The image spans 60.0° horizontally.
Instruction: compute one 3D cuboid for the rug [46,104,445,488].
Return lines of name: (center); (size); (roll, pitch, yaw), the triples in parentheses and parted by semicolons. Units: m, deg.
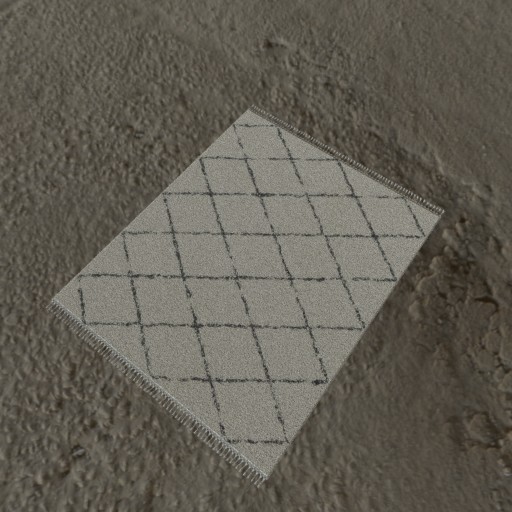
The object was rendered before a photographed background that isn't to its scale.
rug: (0.000, 0.000, 4.142); (2.380, 0.013, 3.051); (34, 68, 16)
